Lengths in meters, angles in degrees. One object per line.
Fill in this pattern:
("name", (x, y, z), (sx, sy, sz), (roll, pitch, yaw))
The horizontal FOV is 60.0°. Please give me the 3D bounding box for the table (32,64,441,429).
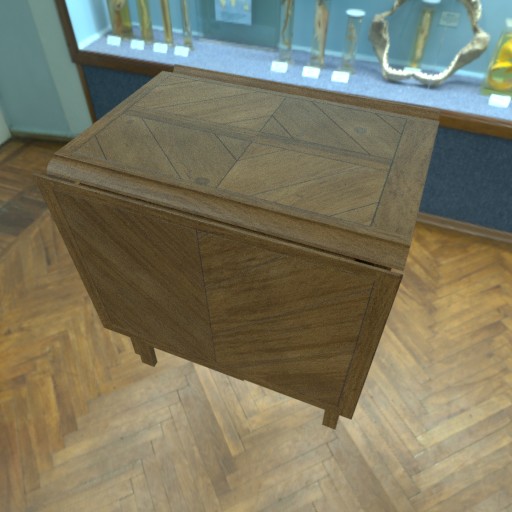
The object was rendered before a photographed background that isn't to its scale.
("table", (0.000, 0.000, 1.264), (0.746, 0.763, 0.591), (16, 48, 15))
